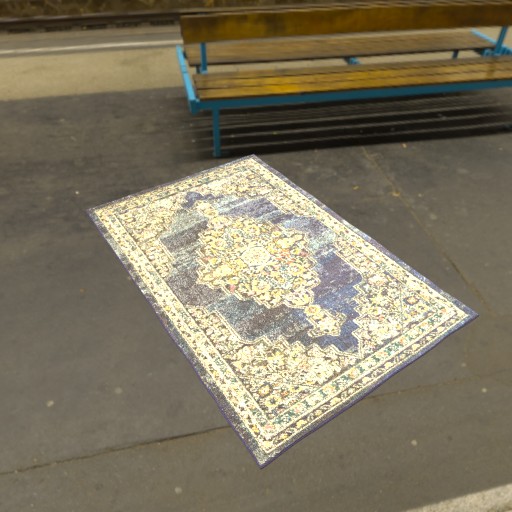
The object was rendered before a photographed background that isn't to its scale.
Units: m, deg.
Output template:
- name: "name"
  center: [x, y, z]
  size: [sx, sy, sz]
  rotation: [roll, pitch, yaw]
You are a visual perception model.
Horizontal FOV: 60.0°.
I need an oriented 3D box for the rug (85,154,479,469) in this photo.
- name: "rug"
  center: [0.000, 0.000, 2.259]
  size: [1.184, 0.012, 1.781]
  rotation: [-24, 47, -25]
